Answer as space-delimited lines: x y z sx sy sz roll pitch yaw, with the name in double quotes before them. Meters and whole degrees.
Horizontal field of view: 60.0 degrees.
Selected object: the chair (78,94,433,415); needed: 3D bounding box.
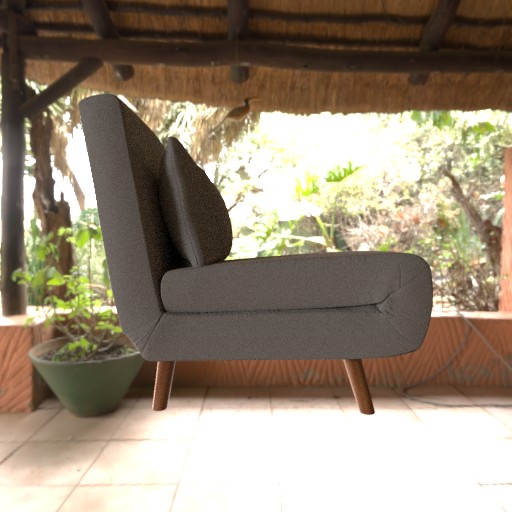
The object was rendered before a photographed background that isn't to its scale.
"chair" 0.000 0.000 1.459 0.902 0.808 0.770 0 0 -1
